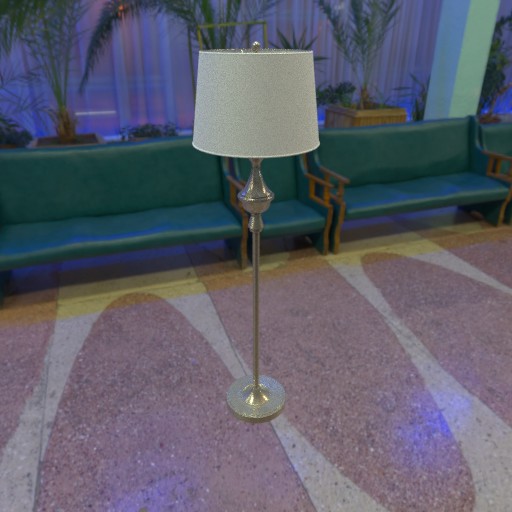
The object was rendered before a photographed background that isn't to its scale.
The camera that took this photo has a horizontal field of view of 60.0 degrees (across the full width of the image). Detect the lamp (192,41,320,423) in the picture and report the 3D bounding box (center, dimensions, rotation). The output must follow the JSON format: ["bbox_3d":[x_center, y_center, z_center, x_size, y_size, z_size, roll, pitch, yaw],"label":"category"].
[{"bbox_3d":[0.000,0.000,1.707,0.431,1.488,0.431,0,27,0],"label":"lamp"}]
